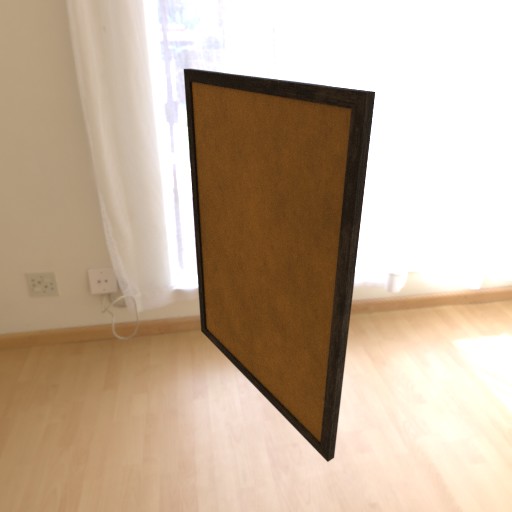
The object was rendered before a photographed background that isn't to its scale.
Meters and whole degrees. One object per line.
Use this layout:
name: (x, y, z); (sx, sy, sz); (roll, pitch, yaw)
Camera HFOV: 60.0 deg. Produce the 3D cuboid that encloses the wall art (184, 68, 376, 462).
wall art: (0.000, 0.000, 1.422); (0.029, 1.066, 0.812); (-17, 31, -31)
